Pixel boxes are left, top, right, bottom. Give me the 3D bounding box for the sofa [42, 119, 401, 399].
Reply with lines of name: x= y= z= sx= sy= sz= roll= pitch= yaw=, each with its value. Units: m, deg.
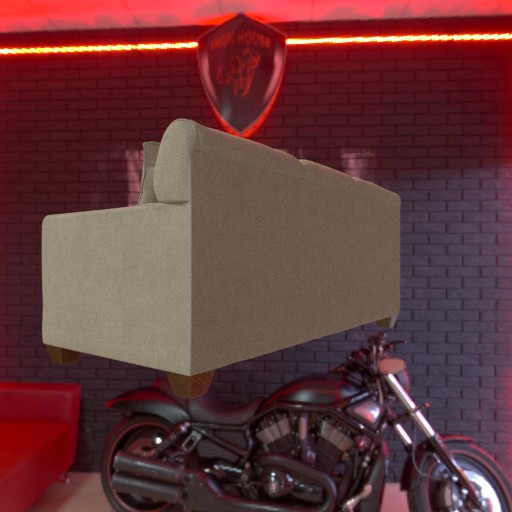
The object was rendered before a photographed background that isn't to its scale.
sofa: x=0.000 y=0.000 z=2.509 sx=0.997 sy=0.958 sz=2.024 roll=0 pitch=0 yaw=37
